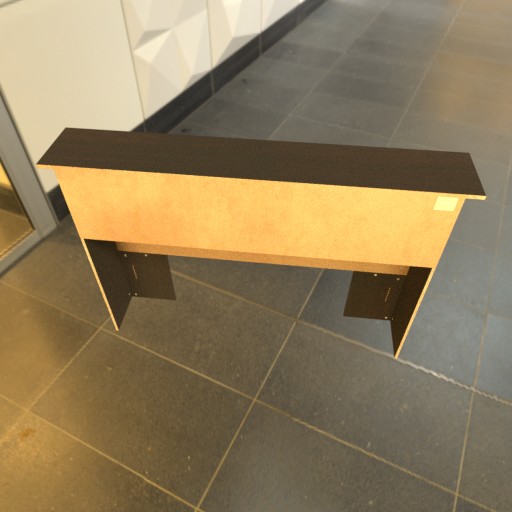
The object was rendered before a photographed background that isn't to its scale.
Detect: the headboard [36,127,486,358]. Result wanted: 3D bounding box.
[{"bbox_3d":[0.000,0.000,2.120,1.671,1.092,0.279,5,46,5],"label":"headboard"}]
